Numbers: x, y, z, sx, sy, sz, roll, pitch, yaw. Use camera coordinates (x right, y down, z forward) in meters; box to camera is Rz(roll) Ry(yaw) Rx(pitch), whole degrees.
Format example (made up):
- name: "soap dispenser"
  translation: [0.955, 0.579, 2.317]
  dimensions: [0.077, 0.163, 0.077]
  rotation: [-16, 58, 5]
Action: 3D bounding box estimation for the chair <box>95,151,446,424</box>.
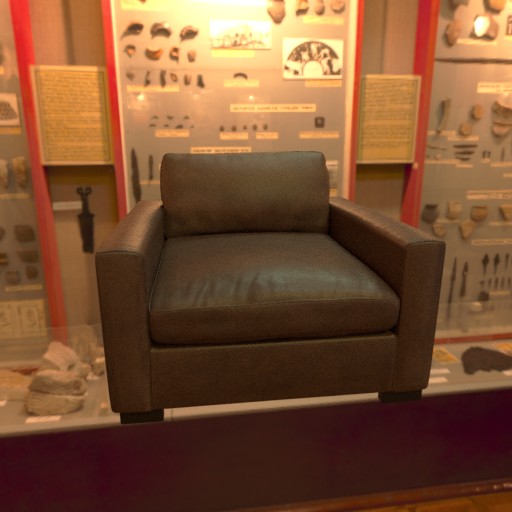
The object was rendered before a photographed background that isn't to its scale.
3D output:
- name: "chair"
  translation: [0.000, 0.000, 1.826]
  dimensions: [1.100, 0.812, 1.069]
  rotation: [-2, 16, -7]
